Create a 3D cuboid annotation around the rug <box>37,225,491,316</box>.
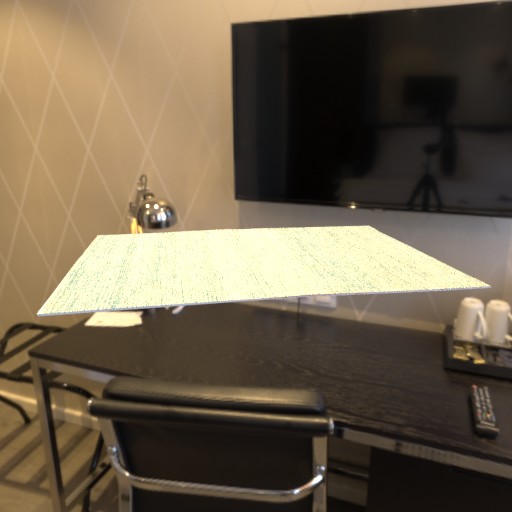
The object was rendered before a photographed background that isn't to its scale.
[{"bbox_3d":[0.000,0.000,2.956,2.305,0.029,1.593,-3,16,-9],"label":"rug"}]
